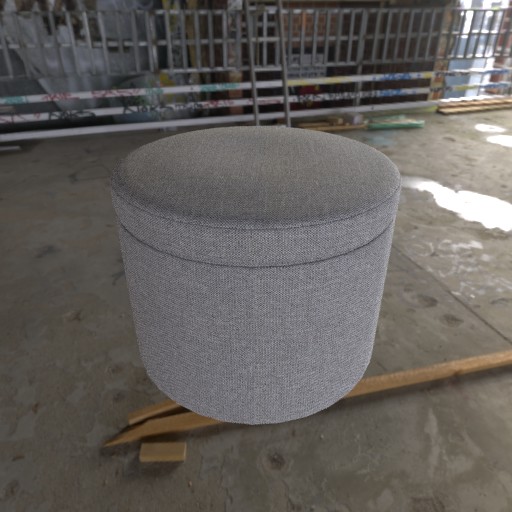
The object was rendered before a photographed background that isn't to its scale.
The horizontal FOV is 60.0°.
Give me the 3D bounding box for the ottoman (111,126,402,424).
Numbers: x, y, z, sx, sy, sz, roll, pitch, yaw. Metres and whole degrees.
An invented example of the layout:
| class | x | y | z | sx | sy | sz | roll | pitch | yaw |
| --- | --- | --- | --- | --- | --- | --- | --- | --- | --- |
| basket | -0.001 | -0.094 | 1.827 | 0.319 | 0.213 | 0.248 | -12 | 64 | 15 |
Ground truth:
| class | x | y | z | sx | sy | sz | roll | pitch | yaw |
| --- | --- | --- | --- | --- | --- | --- | --- | --- | --- |
| ottoman | 0.000 | 0.000 | 0.878 | 0.500 | 0.419 | 0.500 | 0 | 31 | 0 |
